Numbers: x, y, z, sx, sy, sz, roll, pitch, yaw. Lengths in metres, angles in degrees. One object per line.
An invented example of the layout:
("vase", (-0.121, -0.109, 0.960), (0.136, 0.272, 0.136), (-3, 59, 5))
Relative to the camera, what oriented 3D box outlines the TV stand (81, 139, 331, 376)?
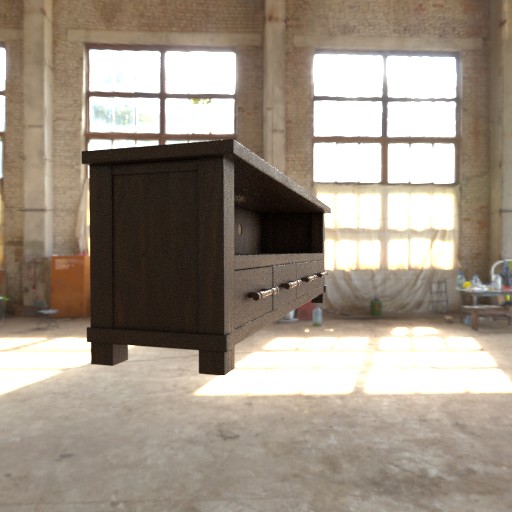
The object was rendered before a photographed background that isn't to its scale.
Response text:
("TV stand", (0.000, 0.000, 2.082), (0.471, 0.615, 1.866), (0, 1, 17))
